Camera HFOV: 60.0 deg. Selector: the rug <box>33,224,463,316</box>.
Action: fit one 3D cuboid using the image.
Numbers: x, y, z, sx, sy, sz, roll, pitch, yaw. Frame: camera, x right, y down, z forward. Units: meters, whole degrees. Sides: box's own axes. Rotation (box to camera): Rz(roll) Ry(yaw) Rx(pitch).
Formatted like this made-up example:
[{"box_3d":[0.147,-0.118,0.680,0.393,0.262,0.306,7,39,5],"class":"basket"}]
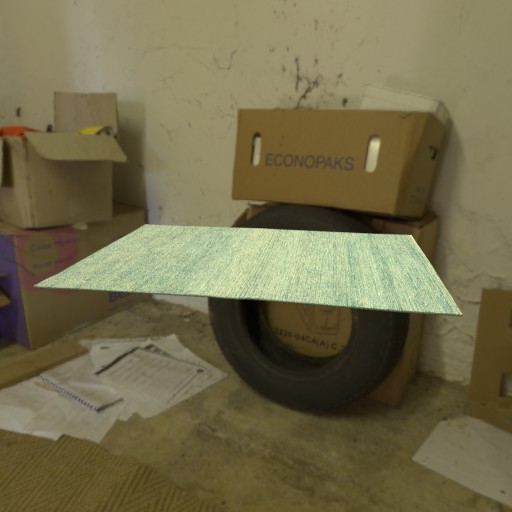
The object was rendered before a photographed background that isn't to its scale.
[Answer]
[{"box_3d":[0.000,0.000,5.407,4.078,0.052,2.802,3,17,10],"class":"rug"}]
